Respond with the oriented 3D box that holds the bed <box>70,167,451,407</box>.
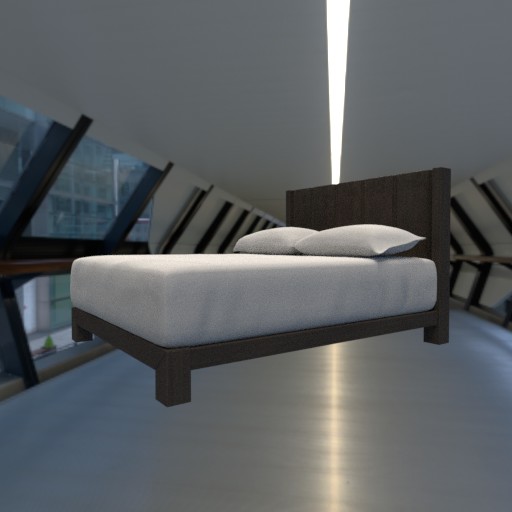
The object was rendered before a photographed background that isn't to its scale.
[{"bbox_3d":[0.000,0.000,3.279,2.242,1.270,1.727,-1,2,-36],"label":"bed"}]
